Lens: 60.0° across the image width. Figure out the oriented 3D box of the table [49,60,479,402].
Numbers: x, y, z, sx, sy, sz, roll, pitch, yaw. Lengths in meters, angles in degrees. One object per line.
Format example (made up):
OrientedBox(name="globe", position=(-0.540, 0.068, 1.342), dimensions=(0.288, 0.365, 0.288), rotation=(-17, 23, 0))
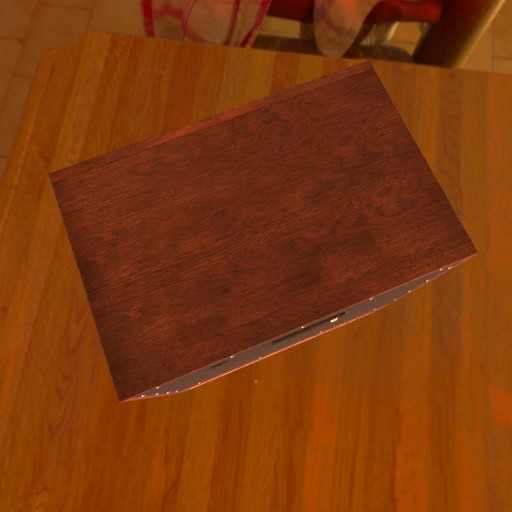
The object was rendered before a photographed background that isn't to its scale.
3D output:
OrientedBox(name="table", position=(0.000, 0.000, 1.287), dimensions=(0.767, 0.746, 0.542), rotation=(-21, 75, -6))
